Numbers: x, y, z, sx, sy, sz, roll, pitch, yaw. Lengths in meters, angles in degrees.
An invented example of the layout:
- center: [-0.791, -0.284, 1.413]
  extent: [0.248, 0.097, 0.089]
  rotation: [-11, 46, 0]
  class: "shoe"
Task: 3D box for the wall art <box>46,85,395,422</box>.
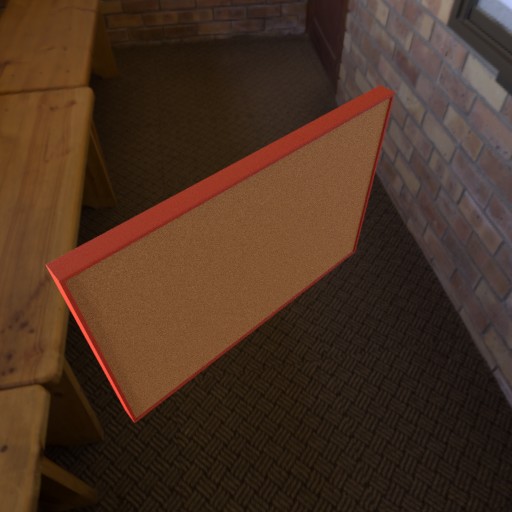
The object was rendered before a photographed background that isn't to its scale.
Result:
- center: [0.000, 0.000, 0.775]
  extent: [0.607, 0.405, 0.033]
  rotation: [-34, 57, -26]
  class: "wall art"
